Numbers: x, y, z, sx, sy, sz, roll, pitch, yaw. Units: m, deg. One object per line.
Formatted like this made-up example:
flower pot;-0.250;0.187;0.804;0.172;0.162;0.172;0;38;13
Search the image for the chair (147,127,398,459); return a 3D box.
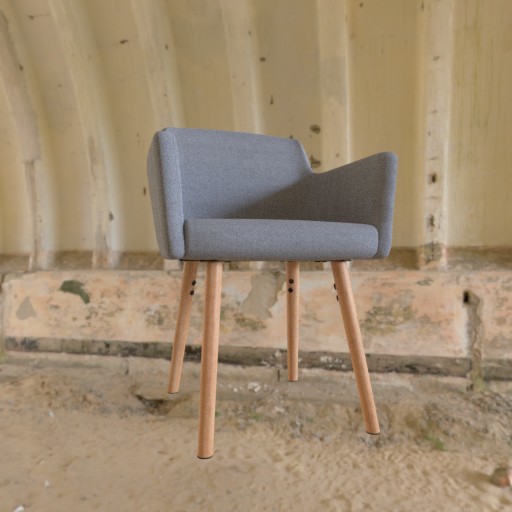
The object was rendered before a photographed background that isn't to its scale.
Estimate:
chair;0.000;0.000;1.162;0.570;0.780;0.540;0;0;-19
